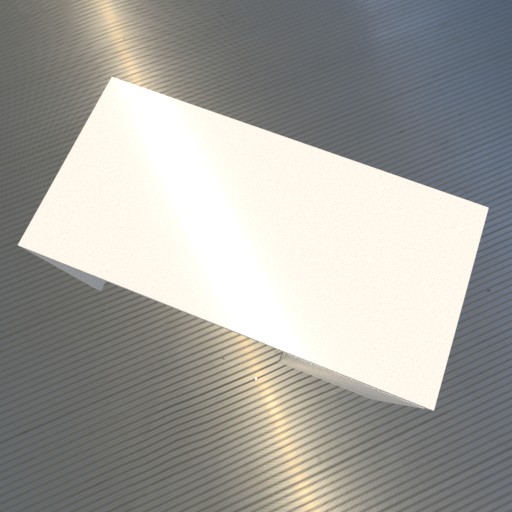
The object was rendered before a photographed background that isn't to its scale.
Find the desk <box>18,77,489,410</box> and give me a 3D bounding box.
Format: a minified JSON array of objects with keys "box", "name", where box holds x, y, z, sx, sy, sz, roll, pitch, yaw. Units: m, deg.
[{"box":[0.000,0.000,1.819,1.400,0.740,0.690,21,76,6],"name":"desk"}]
